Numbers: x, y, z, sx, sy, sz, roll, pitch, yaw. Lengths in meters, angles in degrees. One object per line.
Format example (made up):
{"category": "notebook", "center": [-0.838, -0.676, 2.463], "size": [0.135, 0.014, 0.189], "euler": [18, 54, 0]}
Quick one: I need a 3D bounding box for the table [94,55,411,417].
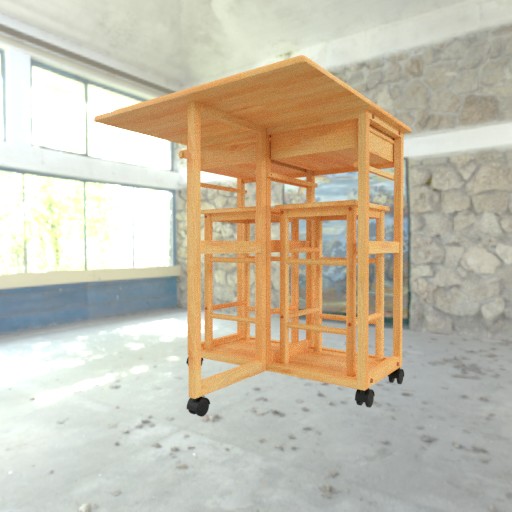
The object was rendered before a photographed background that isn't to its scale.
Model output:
{"category": "table", "center": [0.000, 0.000, 1.395], "size": [0.752, 0.832, 0.693], "euler": [1, 1, 36]}
